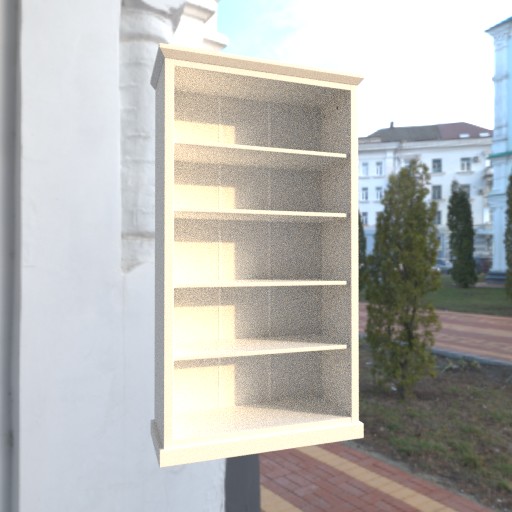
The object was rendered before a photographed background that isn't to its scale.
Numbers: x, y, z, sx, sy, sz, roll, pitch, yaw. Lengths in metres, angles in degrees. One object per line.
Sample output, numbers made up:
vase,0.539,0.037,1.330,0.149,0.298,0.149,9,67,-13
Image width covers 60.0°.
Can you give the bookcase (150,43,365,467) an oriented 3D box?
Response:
bookcase,0.000,0.000,2.325,1.050,1.880,0.432,0,-1,-19
